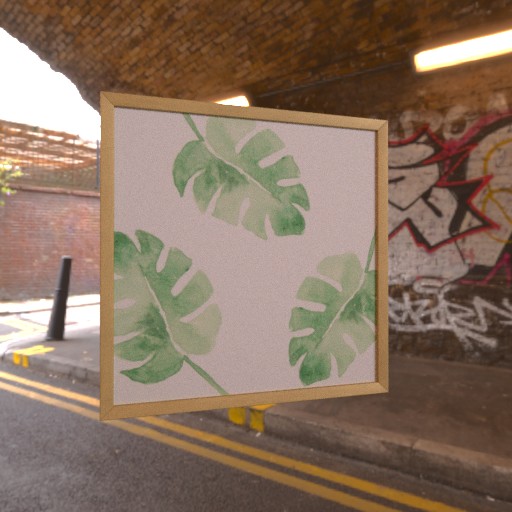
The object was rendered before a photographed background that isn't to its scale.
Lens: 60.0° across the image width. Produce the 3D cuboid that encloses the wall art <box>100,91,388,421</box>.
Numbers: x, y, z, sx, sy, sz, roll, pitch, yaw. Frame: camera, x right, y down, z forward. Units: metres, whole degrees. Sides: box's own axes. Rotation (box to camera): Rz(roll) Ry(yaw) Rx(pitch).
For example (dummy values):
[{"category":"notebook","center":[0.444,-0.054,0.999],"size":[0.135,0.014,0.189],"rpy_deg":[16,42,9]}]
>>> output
[{"category":"wall art","center":[0.000,0.000,1.150],"size":[0.763,0.763,0.037],"rpy_deg":[0,0,-17]}]
